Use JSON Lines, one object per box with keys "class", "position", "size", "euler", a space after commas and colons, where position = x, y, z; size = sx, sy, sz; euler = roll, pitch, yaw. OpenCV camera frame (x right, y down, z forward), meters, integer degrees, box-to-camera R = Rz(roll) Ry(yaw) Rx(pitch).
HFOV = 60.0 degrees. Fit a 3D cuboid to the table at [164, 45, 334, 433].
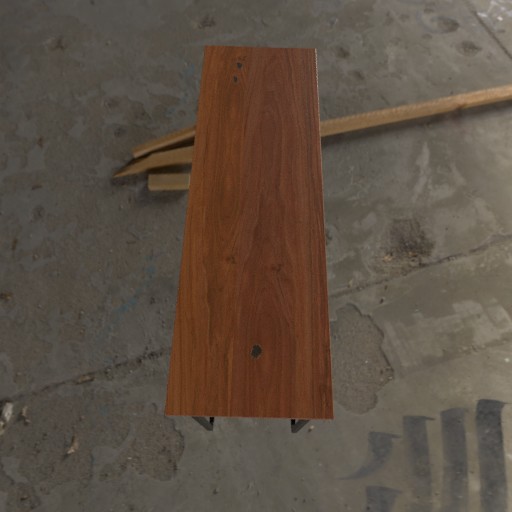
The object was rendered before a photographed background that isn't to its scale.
{"class": "table", "position": [0.000, 0.000, 1.489], "size": [0.350, 0.750, 1.100], "euler": [1, 64, 1]}
